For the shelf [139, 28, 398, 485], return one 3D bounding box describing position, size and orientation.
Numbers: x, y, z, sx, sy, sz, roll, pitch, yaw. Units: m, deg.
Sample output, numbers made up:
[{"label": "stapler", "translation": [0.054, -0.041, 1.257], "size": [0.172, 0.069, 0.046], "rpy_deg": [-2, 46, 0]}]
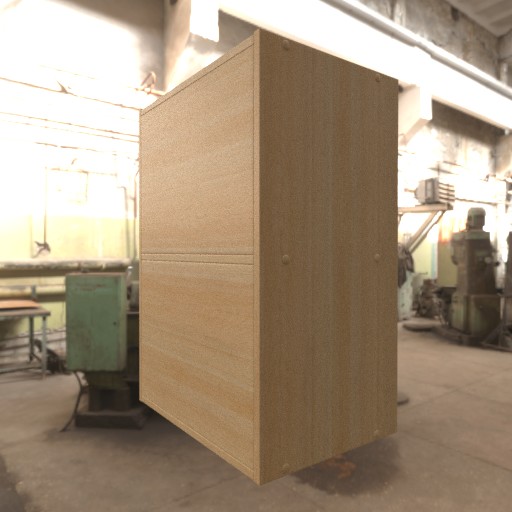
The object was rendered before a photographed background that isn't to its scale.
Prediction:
[{"label": "shelf", "translation": [0.000, 0.000, 0.823], "size": [0.290, 0.592, 0.414], "rpy_deg": [0, 1, -36]}]
